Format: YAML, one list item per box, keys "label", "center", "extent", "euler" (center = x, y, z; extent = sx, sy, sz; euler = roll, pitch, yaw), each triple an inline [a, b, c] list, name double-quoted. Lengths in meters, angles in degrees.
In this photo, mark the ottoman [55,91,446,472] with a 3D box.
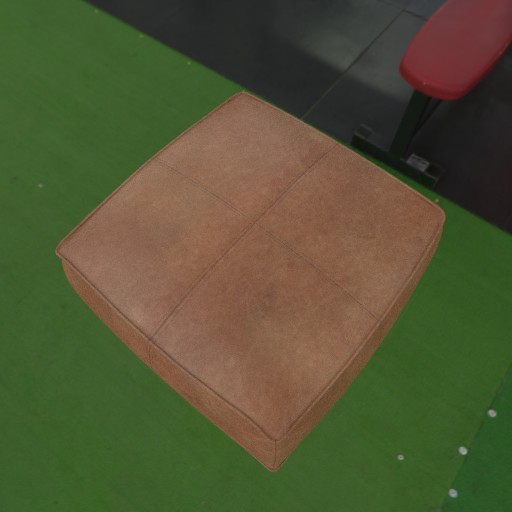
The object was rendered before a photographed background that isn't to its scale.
- label: "ottoman"
  center: [0.000, 0.000, 1.379]
  extent: [0.901, 0.395, 0.902]
  euler: [36, 68, 17]
